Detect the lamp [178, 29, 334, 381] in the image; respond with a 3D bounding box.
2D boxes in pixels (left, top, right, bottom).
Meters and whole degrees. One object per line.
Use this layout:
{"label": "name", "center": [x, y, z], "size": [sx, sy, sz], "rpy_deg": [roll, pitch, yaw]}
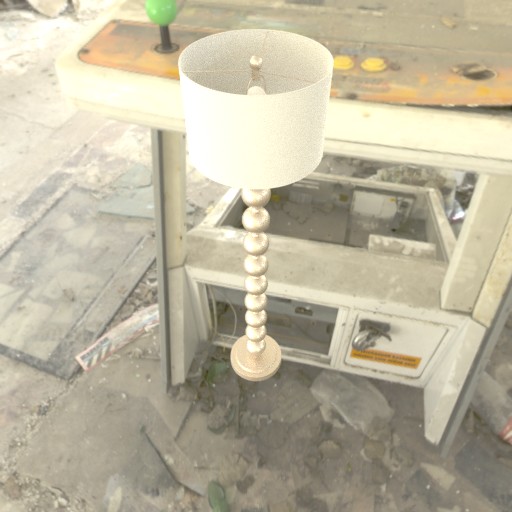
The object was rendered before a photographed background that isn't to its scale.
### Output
{"label": "lamp", "center": [0.000, 0.000, 1.654], "size": [0.394, 1.474, 0.394], "rpy_deg": [31, 54, 26]}
